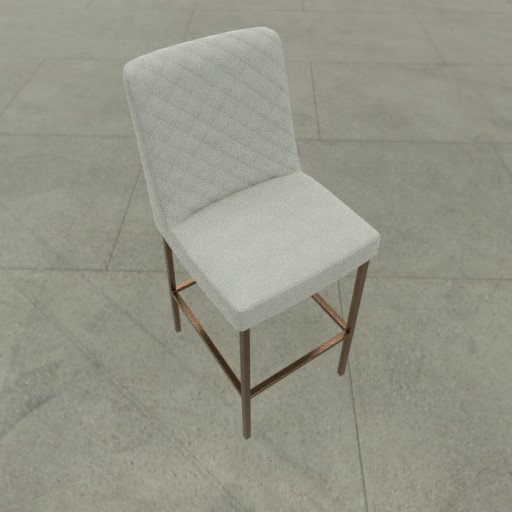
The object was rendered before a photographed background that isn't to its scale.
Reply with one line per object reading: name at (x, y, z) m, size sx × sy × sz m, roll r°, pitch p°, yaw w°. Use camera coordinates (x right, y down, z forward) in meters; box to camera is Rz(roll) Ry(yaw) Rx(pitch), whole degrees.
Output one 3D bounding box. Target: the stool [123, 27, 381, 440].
stool at (0.000, 0.000, 1.322) m, size 0.462 × 1.084 × 0.546 m, roll -26°, pitch 53°, yaw -22°
